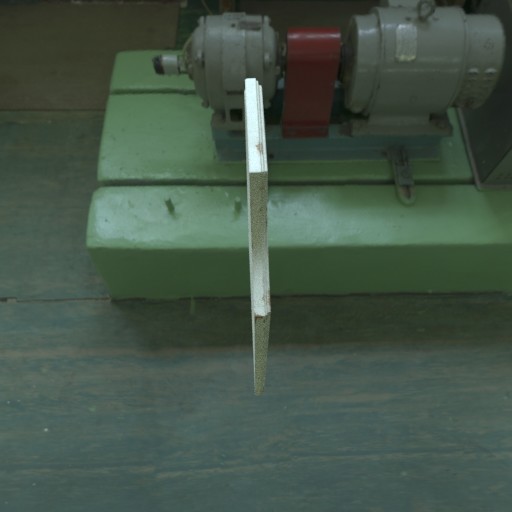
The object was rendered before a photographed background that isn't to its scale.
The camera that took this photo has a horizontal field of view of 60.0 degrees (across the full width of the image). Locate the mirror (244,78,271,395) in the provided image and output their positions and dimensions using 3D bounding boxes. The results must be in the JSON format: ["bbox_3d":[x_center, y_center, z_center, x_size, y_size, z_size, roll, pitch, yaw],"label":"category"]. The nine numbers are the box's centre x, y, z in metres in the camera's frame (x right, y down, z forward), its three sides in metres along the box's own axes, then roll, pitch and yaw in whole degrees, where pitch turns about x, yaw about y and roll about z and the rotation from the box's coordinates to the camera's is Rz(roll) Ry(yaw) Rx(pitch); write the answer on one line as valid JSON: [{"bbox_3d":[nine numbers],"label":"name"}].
[{"bbox_3d":[0.000,0.000,0.856,0.022,0.717,0.403,-2,63,-1],"label":"mirror"}]
